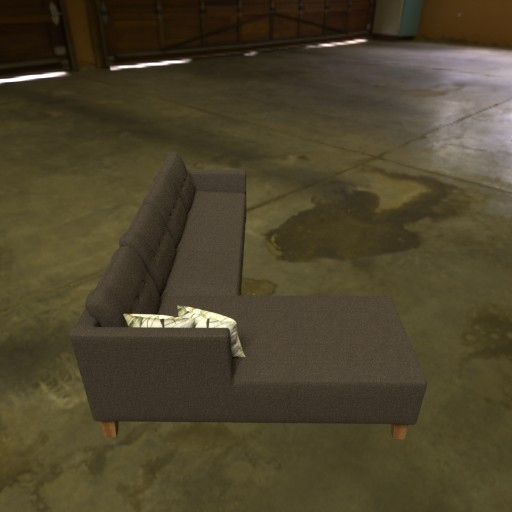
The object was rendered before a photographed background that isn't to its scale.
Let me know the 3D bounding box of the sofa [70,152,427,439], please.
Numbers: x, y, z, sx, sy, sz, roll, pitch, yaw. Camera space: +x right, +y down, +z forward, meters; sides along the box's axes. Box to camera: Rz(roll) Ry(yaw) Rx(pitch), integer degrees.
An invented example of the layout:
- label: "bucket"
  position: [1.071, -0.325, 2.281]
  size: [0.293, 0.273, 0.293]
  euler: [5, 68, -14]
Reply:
- label: "sofa"
  position: [0.000, 0.000, 3.454]
  size: [1.829, 0.932, 2.679]
  euler: [0, 31, 0]
